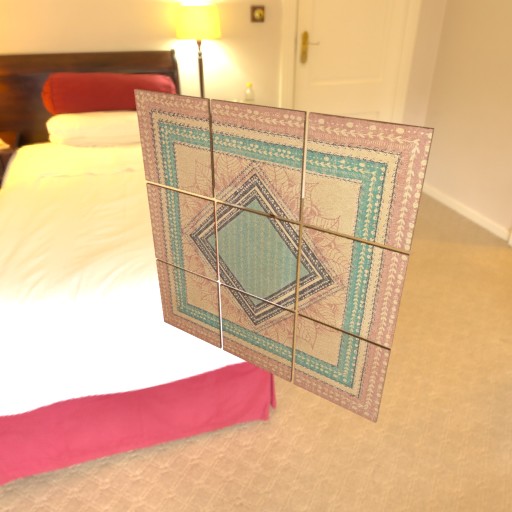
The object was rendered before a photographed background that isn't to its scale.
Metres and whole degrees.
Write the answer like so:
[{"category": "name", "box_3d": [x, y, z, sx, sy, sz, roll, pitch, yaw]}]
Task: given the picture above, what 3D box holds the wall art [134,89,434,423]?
[{"category": "wall art", "box_3d": [0.000, 0.000, 1.850, 1.215, 1.213, 0.013, 18, 34, 29]}]
